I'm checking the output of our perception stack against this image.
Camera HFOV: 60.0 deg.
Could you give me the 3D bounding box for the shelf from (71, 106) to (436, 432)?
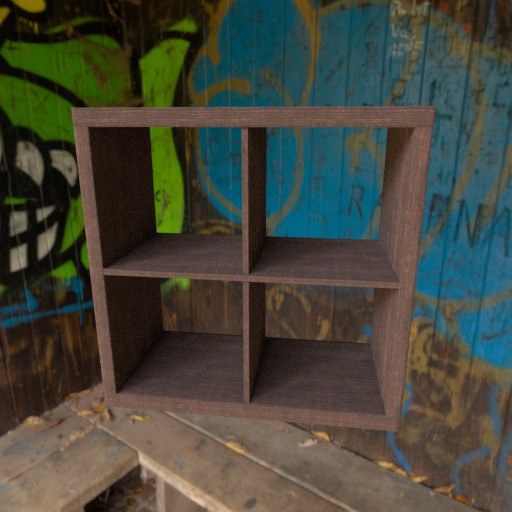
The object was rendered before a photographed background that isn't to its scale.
[{"bbox_3d":[0.000,0.000,1.250,0.790,0.786,0.390,2,17,7],"label":"shelf"}]
